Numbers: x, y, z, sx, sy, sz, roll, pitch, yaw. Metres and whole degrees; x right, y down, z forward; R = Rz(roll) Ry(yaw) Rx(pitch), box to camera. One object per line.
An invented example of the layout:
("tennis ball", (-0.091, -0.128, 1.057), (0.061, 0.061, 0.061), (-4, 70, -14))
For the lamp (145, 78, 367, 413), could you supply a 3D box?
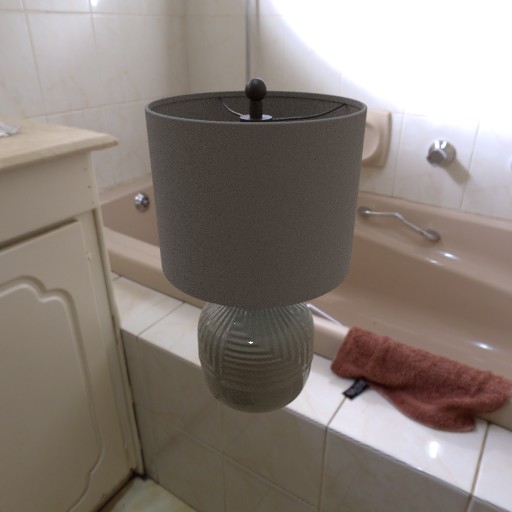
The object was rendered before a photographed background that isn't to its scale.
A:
("lamp", (0.000, 0.000, 0.759), (0.318, 0.567, 0.318), (0, 27, 0))
